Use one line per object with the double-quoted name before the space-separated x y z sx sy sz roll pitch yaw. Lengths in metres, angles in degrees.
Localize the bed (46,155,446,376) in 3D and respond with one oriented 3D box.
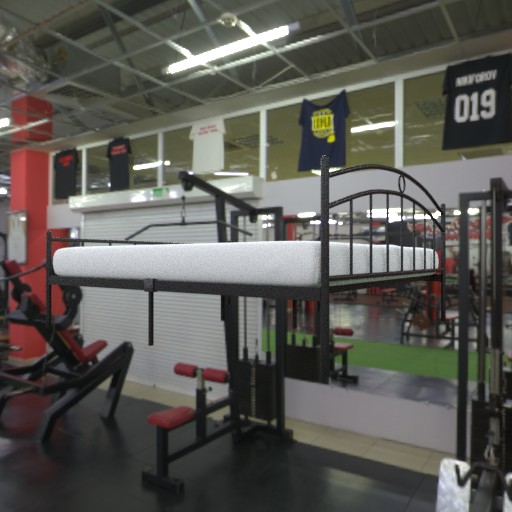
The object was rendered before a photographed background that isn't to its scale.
"bed" 0.000 0.000 3.055 2.040 0.940 1.880 0 0 36
